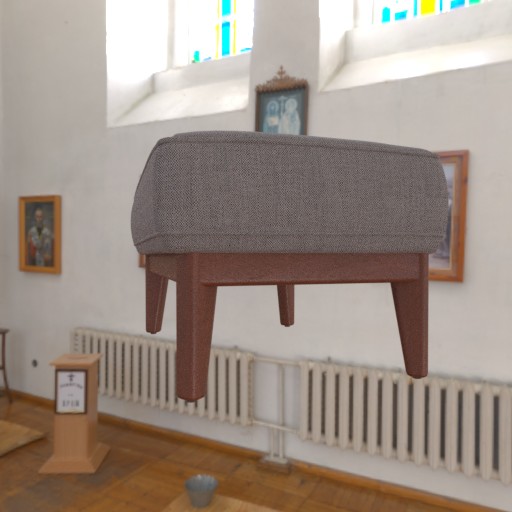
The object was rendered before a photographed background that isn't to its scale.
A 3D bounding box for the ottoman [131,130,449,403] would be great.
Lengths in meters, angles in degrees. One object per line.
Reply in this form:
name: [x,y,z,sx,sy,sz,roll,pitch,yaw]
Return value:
ottoman: [0.000,0.000,1.071,0.555,0.458,0.750,0,0,-18]
